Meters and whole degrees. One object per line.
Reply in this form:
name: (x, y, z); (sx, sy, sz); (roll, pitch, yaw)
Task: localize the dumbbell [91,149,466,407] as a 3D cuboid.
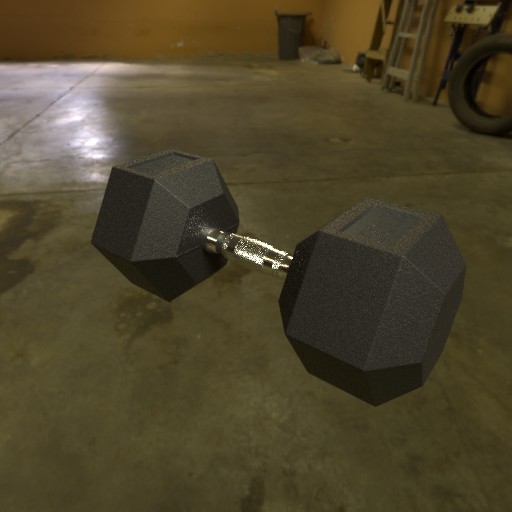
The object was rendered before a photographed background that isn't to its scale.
dumbbell: (0.000, 0.000, 0.460); (0.384, 0.150, 0.173); (21, 35, 32)
